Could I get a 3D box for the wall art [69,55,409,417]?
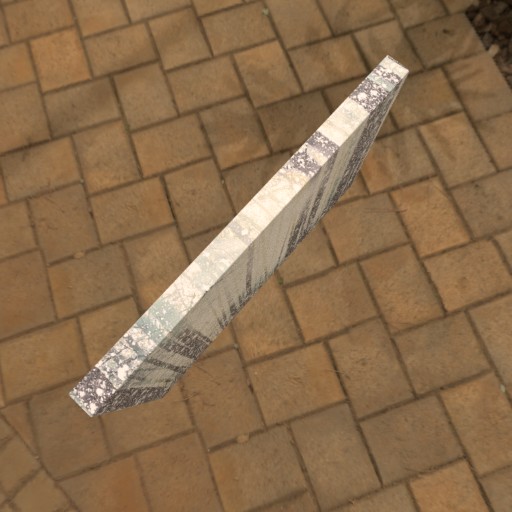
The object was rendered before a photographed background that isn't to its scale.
[{"bbox_3d":[0.000,0.000,0.763,0.042,0.398,0.618,41,79,10],"label":"wall art"}]
